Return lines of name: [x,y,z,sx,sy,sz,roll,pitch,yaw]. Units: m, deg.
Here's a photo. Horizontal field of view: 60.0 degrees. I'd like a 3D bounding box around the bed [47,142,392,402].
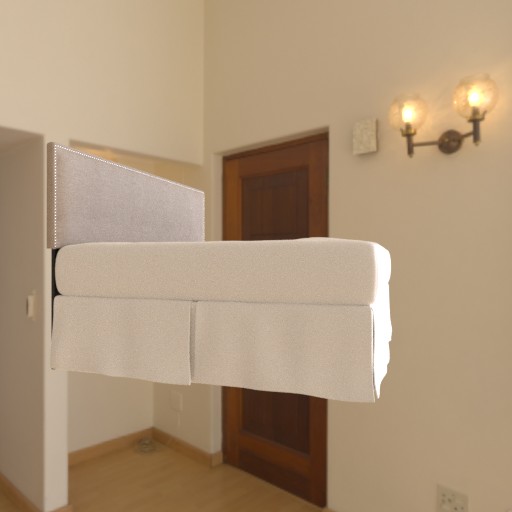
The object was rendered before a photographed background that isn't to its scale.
bed: [0.000,0.000,3.293,1.914,1.346,2.170,0,0,18]
